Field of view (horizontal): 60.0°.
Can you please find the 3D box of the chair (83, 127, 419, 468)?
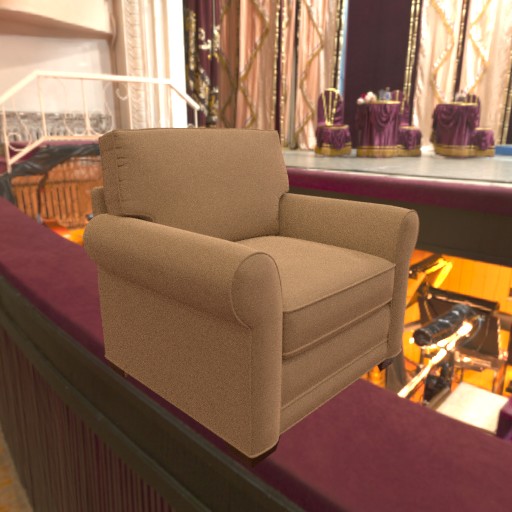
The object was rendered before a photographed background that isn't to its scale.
[{"bbox_3d":[0.000,0.000,1.713,0.863,0.955,1.040,14,21,42],"label":"chair"}]
